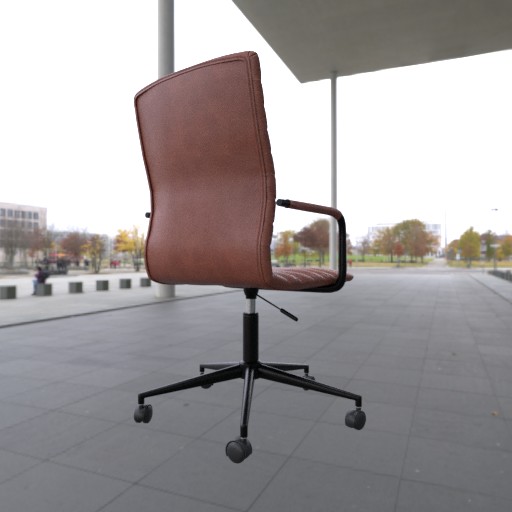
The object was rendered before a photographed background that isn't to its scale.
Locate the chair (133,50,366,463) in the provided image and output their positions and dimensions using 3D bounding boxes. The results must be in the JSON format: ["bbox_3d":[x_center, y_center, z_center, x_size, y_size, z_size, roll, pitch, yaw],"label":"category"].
[{"bbox_3d":[0.000,0.000,1.257,0.600,0.878,0.578,0,0,38],"label":"chair"}]
